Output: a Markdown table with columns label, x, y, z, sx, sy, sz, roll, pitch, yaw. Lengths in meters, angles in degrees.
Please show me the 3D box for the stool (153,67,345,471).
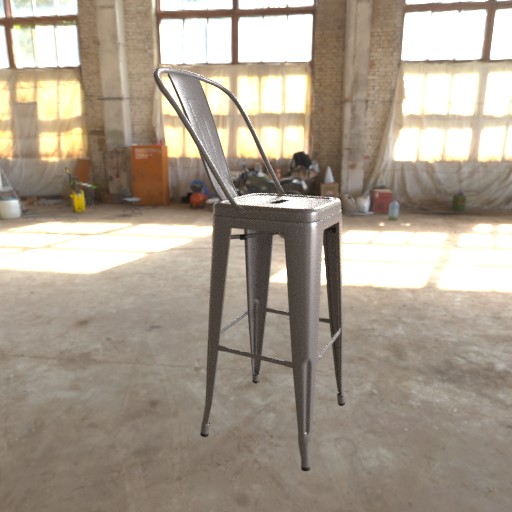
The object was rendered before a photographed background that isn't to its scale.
| label | x | y | z | sx | sy | sz | roll | pitch | yaw |
| --- | --- | --- | --- | --- | --- | --- | --- | --- | --- |
| stool | 0.000 | 0.000 | 1.359 | 0.513 | 1.096 | 0.399 | 7 | 16 | 26 |
